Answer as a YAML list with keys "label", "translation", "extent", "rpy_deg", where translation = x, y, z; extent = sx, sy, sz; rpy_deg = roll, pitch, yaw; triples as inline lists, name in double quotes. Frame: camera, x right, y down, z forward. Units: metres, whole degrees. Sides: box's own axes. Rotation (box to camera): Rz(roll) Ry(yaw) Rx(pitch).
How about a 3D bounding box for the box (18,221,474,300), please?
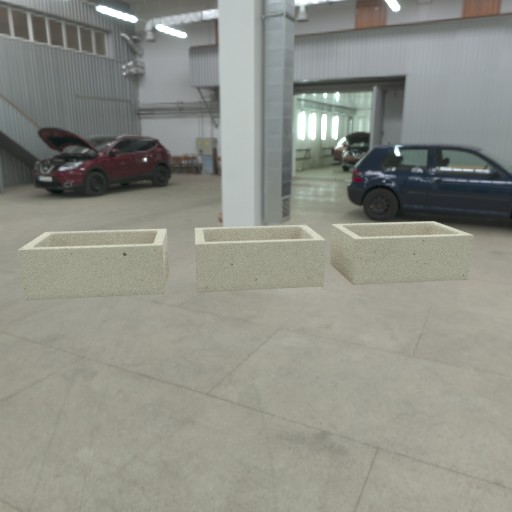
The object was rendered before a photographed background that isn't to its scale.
- label: "box"
  translation: [0.000, 0.000, 0.490]
  extent: [0.461, 0.051, 0.082]
  rpy_deg: [-2, 15, -8]
